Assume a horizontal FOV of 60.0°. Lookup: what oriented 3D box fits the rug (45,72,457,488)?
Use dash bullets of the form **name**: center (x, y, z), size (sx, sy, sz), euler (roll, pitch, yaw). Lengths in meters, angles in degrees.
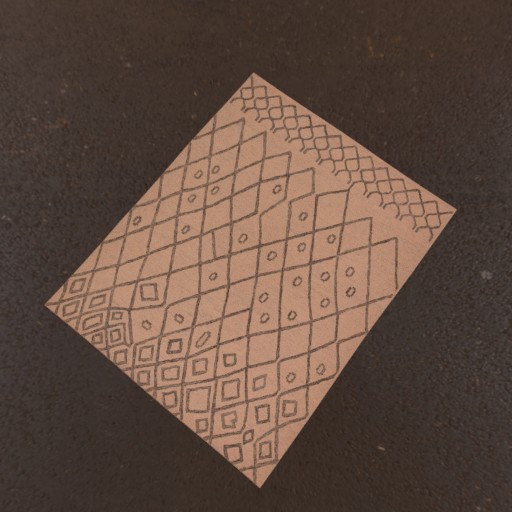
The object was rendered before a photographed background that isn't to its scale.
- **rug**: center (0.000, 0.000, 4.086), size (2.446, 0.015, 3.046), euler (37, 79, 9)
